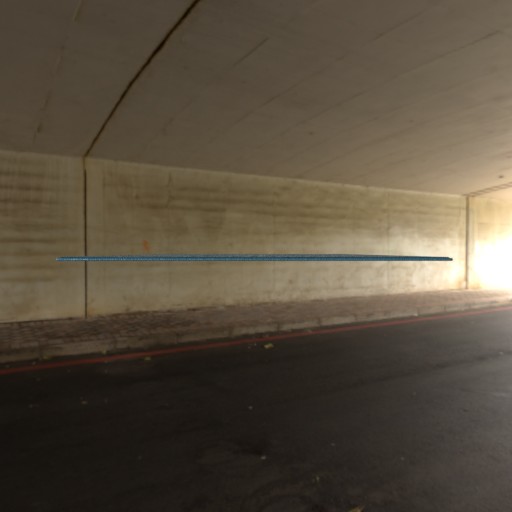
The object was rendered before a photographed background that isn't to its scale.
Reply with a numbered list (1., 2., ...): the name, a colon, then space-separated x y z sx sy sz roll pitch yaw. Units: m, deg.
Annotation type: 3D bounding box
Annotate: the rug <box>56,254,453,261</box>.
1. rug: 0.000 0.000 2.265 1.211 0.012 1.833 0 1 0
